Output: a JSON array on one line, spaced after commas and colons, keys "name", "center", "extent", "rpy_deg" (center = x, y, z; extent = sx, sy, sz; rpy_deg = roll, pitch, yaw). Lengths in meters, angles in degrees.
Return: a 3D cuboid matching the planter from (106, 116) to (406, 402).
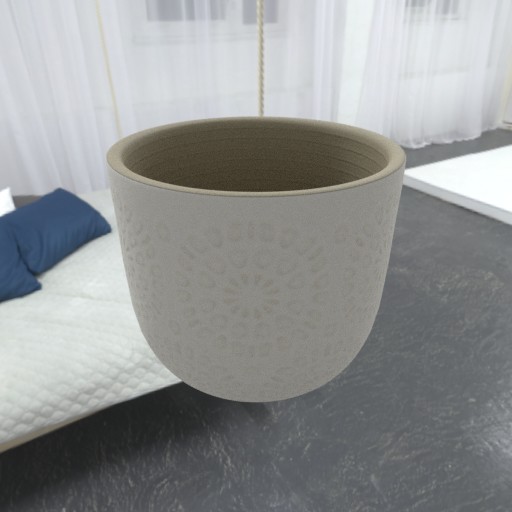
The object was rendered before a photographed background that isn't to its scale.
[{"name": "planter", "center": [0.000, 0.000, 0.216], "extent": [0.124, 0.109, 0.124], "rpy_deg": [0, 28, 0]}]
